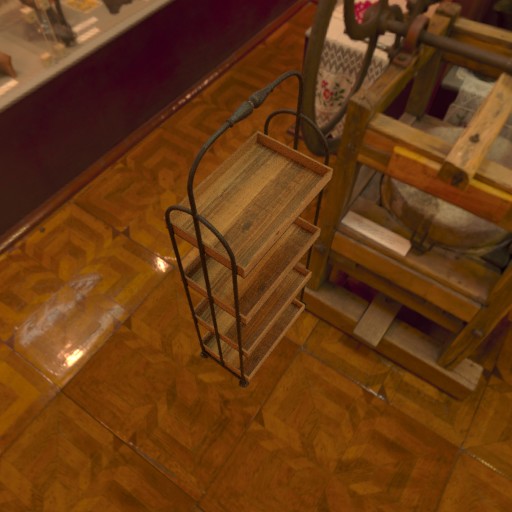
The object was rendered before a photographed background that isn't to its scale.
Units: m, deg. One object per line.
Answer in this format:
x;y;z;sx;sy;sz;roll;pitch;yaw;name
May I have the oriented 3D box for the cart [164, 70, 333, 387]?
0.000;0.000;1.727;0.308;1.481;0.581;32;62;19;cart
